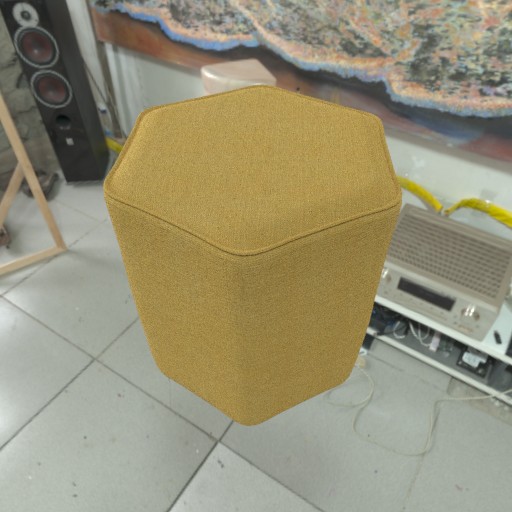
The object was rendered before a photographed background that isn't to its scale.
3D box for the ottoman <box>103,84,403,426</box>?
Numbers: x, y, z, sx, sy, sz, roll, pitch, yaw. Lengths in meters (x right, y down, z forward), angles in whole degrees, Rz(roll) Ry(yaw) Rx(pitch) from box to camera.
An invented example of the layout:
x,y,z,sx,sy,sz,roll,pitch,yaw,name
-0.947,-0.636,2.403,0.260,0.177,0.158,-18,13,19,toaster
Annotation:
x,y,z,sx,sy,sz,roll,pitch,yaw,name
0.000,0.000,0.878,0.443,0.502,0.494,2,45,2,ottoman
